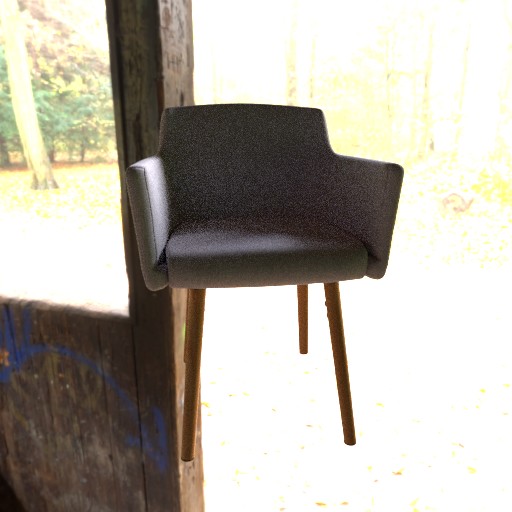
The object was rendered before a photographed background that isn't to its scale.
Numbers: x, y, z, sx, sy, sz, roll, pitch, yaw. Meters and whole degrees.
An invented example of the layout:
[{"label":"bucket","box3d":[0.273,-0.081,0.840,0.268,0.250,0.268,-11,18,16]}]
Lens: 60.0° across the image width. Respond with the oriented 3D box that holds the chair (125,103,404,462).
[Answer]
[{"label":"chair","box3d":[0.000,0.000,1.153,0.570,0.780,0.540,-2,16,-8]}]
